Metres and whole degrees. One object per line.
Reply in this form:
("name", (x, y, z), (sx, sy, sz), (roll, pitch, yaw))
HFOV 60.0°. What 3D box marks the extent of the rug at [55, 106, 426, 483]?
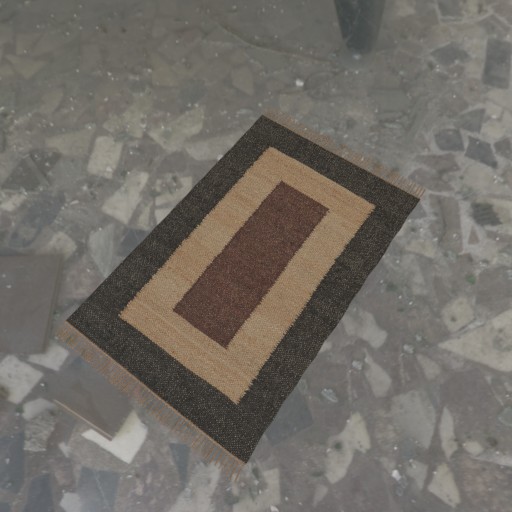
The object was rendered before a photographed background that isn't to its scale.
("rug", (0.000, 0.000, 1.945), (0.920, 0.013, 1.541), (33, 68, 15))
